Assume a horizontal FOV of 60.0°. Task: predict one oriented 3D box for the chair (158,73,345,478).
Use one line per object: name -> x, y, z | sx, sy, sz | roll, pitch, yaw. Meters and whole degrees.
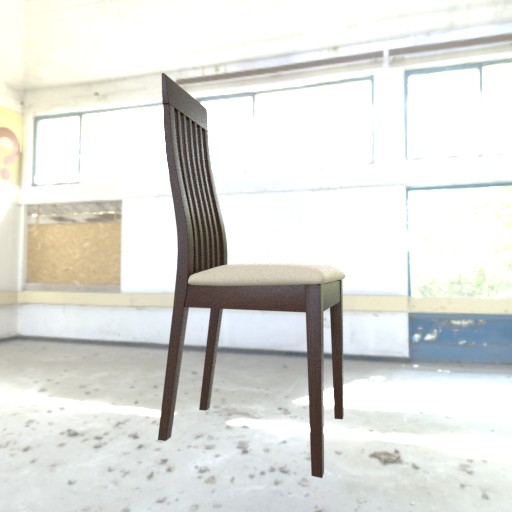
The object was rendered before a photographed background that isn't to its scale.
chair -> 0.000, 0.000, 1.301 | 0.474, 1.027, 0.460 | 0, -2, 17
